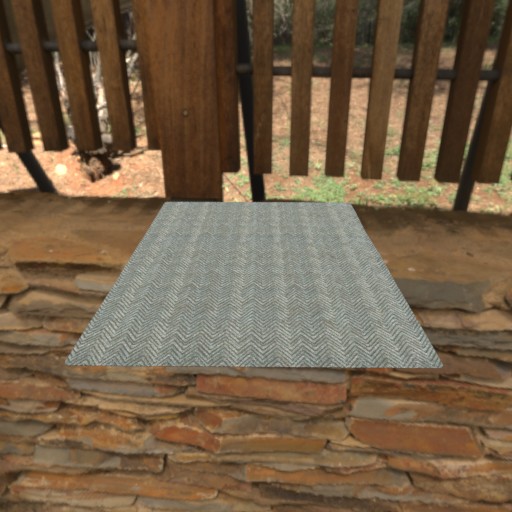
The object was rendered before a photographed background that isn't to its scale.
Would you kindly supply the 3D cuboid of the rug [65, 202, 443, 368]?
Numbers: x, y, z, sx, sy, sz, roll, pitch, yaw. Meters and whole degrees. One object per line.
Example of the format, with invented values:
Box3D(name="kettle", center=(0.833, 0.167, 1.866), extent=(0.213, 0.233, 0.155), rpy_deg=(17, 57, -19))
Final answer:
Box3D(name="rug", center=(0.000, 0.000, 5.151), extent=(2.894, 0.011, 3.957), rpy_deg=(0, 25, 1))
